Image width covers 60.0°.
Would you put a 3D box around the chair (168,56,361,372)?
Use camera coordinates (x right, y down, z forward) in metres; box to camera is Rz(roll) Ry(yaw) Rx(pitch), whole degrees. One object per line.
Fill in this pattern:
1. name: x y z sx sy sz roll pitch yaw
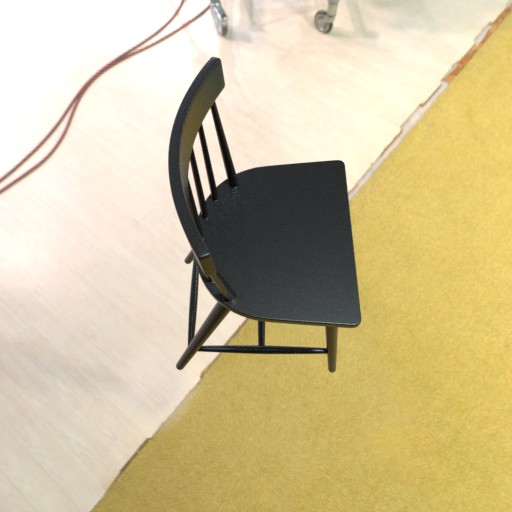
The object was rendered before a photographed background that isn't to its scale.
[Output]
1. chair: 0.000 0.000 1.254 0.572 0.952 0.483 0 64 0
